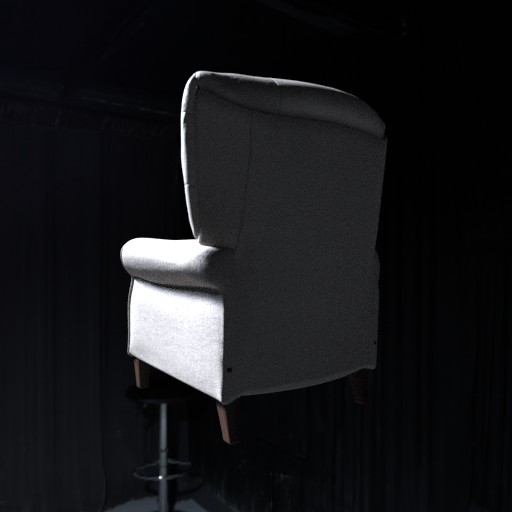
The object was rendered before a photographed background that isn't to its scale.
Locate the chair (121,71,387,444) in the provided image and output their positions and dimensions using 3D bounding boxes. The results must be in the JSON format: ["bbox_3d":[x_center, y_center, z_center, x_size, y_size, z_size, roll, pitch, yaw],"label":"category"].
[{"bbox_3d":[0.000,0.000,1.879,0.942,1.209,1.025,0,1,-36],"label":"chair"}]
